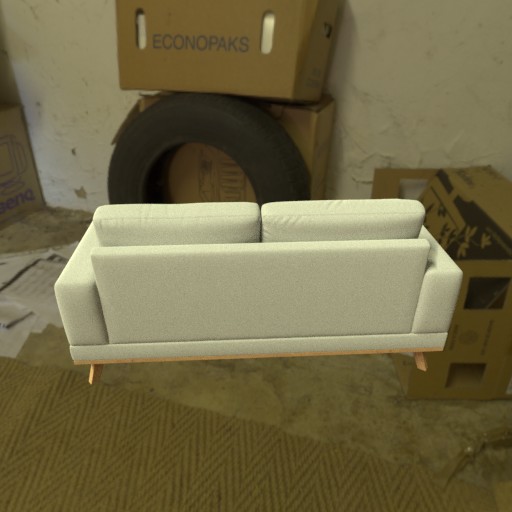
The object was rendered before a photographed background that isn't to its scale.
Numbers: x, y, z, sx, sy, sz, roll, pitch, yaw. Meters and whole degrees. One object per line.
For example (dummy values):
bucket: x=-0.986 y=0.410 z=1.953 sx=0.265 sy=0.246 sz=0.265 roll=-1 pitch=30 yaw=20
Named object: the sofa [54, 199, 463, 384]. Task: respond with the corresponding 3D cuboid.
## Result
sofa: x=0.000 y=0.000 z=2.168 sx=1.651 sy=0.810 sz=0.915 roll=-2 pitch=31 yaw=-3
